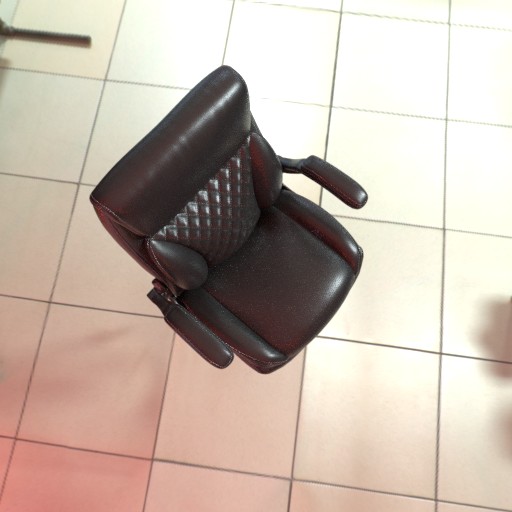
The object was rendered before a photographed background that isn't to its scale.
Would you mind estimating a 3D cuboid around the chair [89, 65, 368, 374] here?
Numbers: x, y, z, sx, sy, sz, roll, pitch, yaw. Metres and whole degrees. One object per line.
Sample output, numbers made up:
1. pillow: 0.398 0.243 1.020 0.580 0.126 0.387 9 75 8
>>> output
1. chair: 0.000 0.000 1.640 0.724 1.110 0.782 40 79 9
